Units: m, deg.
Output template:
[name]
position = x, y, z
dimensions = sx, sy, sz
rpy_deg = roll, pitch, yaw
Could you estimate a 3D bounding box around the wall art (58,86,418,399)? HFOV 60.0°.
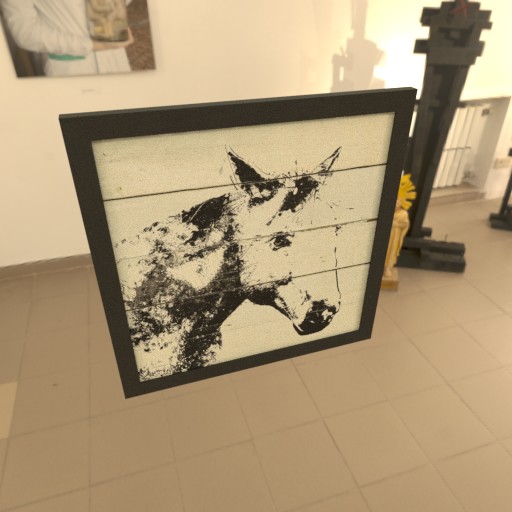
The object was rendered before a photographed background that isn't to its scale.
[wall art]
position = 0.000, 0.000, 1.492
dimensions = 1.016, 1.016, 0.038
rpy_deg = -10, 34, -15
